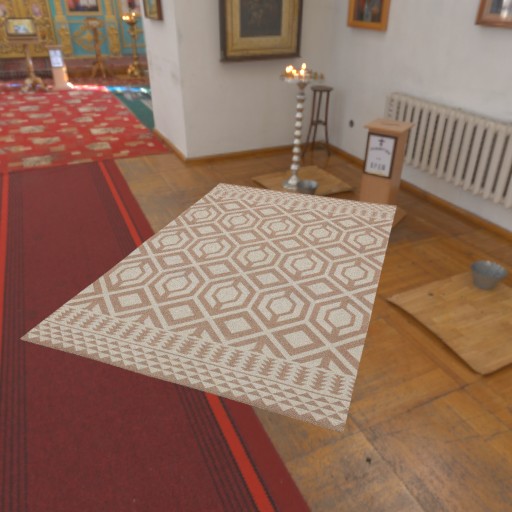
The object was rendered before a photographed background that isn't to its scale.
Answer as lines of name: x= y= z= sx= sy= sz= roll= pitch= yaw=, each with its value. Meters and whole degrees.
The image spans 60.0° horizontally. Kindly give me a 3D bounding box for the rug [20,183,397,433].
rug: x=0.000 y=0.000 z=2.234 sx=1.219 sy=0.008 sz=1.829 roll=10 pitch=31 yaw=18
